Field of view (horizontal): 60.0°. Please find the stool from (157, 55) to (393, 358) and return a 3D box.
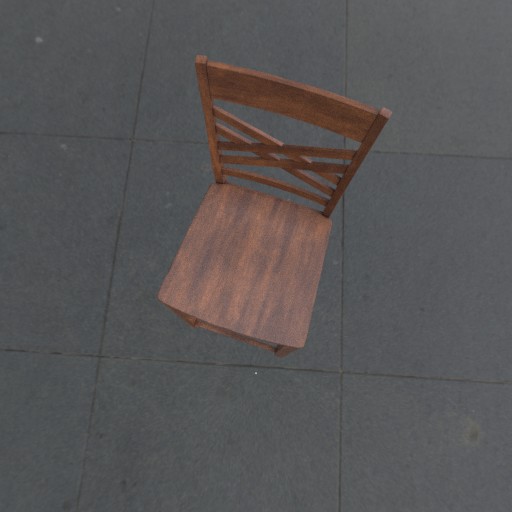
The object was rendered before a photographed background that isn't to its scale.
[{"bbox_3d":[0.000,0.000,1.387,0.426,1.098,0.504,18,76,5],"label":"stool"}]
